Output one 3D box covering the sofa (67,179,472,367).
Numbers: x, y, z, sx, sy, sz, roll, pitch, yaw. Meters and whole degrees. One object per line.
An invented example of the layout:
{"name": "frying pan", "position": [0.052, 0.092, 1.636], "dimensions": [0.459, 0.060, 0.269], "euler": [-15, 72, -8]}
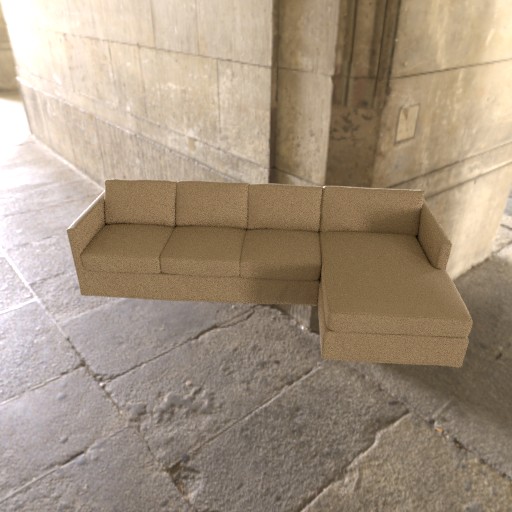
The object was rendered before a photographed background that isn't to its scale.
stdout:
{"name": "sofa", "position": [0.000, 0.000, 3.835], "dimensions": [3.206, 0.871, 1.622], "euler": [2, 31, 4]}
